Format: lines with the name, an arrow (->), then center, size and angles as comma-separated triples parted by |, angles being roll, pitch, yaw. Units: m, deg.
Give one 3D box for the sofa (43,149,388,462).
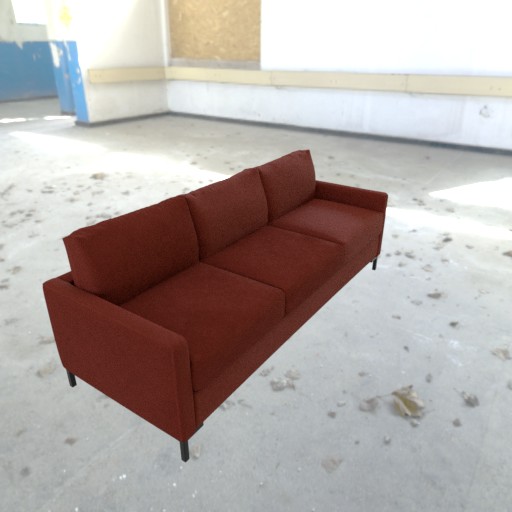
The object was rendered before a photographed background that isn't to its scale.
sofa -> 0.000, 0.000, 2.708 | 0.875, 0.879, 2.252 | 17, 31, 31
